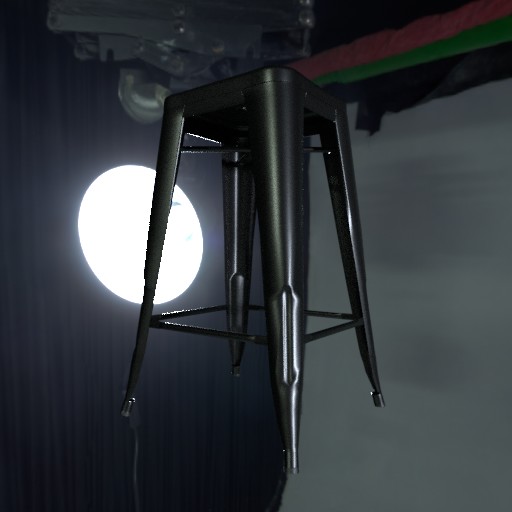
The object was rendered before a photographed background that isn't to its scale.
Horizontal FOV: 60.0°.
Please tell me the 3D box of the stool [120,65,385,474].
[{"bbox_3d":[0.000,0.000,0.871,0.399,0.609,0.359,0,1,36],"label":"stool"}]
